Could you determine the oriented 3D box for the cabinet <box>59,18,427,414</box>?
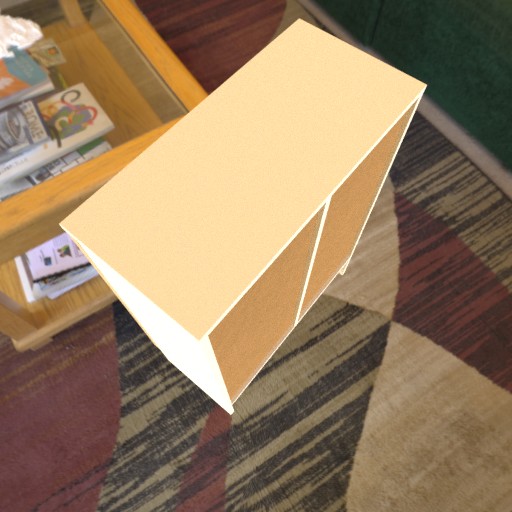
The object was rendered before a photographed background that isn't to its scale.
[{"bbox_3d":[0.000,0.000,1.093,0.296,0.815,0.600,36,69,16],"label":"cabinet"}]
